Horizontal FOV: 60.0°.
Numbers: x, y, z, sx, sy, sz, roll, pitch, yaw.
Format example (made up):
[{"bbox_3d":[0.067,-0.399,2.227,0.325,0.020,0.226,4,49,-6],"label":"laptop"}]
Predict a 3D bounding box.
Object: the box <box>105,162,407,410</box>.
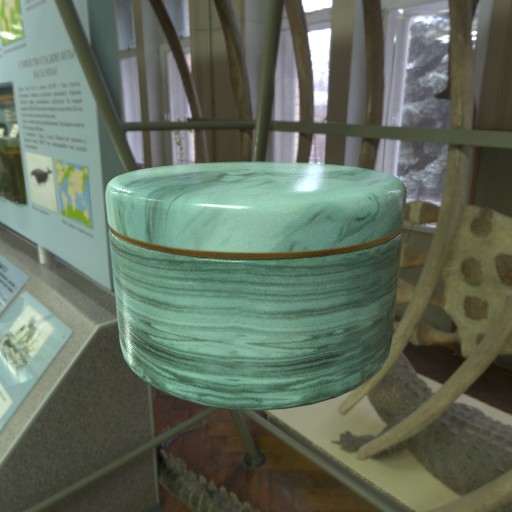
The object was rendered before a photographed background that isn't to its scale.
[{"bbox_3d":[0.000,0.000,0.164,0.101,0.063,0.101,0,17,0],"label":"box"}]
